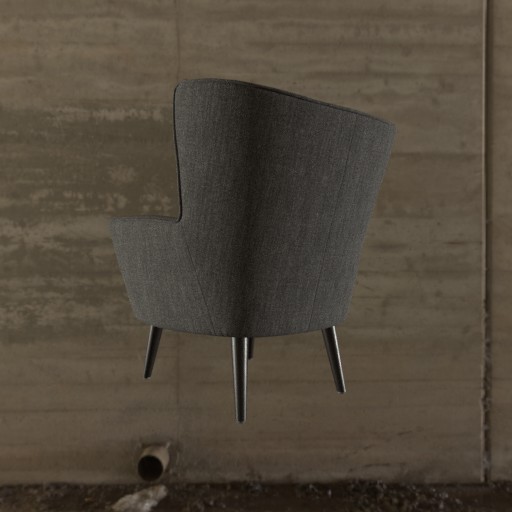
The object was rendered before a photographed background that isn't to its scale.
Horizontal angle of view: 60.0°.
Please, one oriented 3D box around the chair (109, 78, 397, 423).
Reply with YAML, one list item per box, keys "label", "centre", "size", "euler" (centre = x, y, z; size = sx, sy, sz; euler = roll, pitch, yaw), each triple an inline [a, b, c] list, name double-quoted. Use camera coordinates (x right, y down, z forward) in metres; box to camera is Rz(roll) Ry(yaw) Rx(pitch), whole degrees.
- label: "chair"
  centre: [0.000, 0.000, 1.540]
  size: [0.781, 0.933, 0.888]
  euler: [0, 1, -38]
